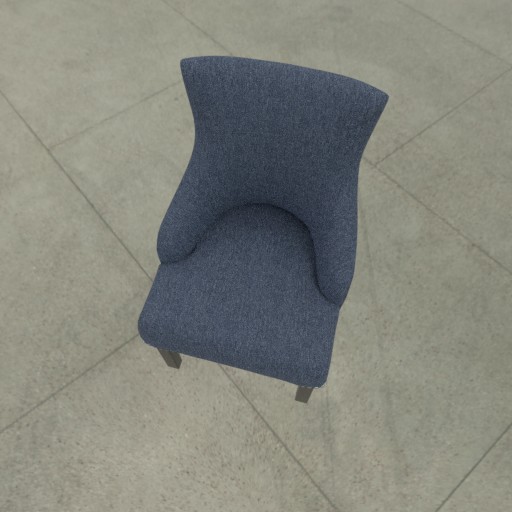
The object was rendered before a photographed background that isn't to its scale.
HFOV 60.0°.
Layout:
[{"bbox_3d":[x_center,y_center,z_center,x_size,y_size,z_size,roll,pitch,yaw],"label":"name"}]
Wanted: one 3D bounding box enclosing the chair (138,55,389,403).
[{"bbox_3d":[0.000,0.000,1.320,0.566,0.909,0.629,13,60,7],"label":"chair"}]
